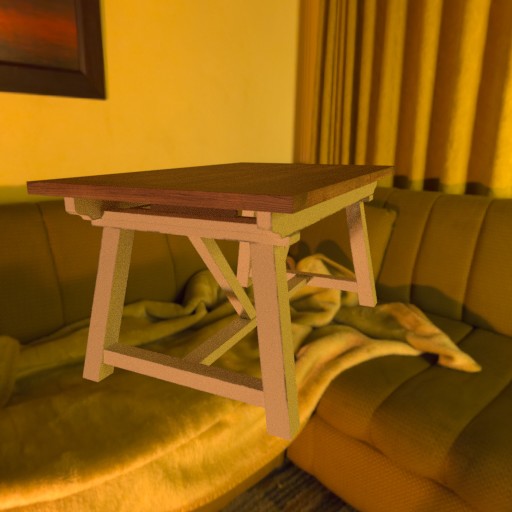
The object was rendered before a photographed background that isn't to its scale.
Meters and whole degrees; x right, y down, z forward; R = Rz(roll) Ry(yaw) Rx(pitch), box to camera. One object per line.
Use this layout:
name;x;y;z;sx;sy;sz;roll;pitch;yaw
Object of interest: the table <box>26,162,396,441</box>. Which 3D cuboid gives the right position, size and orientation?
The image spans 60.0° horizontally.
table;0.000;0.000;1.985;0.922;0.743;1.503;7;16;25
